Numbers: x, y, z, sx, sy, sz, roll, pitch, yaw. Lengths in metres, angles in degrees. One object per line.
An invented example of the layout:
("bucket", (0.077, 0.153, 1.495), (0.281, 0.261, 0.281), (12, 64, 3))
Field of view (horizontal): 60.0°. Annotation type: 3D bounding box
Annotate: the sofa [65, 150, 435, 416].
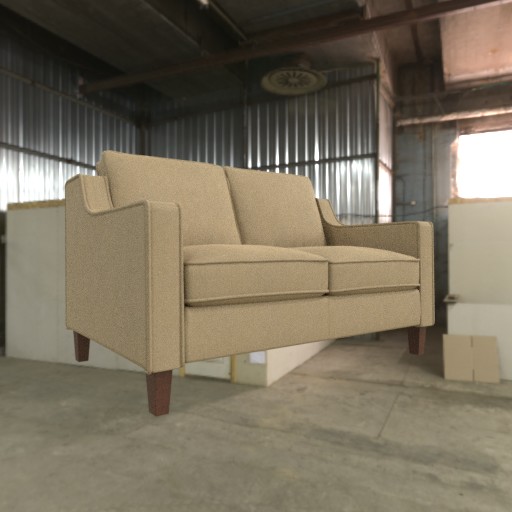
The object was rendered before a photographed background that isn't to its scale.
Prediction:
("sofa", (0.000, 0.000, 2.120), (1.501, 0.971, 0.987), (0, 0, -37))
